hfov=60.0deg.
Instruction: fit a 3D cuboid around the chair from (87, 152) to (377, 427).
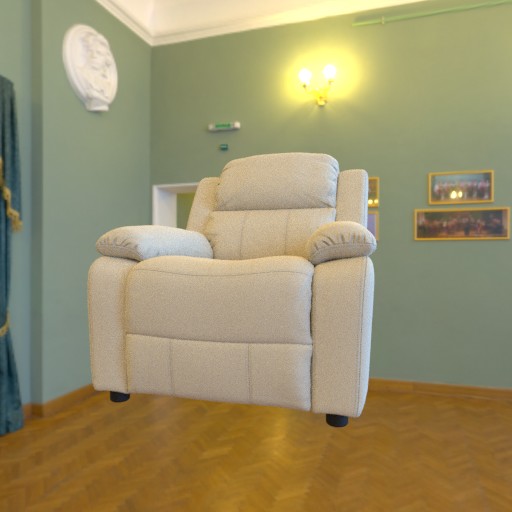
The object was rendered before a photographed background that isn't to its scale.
[{"bbox_3d":[0.000,0.000,1.268,0.680,0.702,0.709,0,0,17],"label":"chair"}]
